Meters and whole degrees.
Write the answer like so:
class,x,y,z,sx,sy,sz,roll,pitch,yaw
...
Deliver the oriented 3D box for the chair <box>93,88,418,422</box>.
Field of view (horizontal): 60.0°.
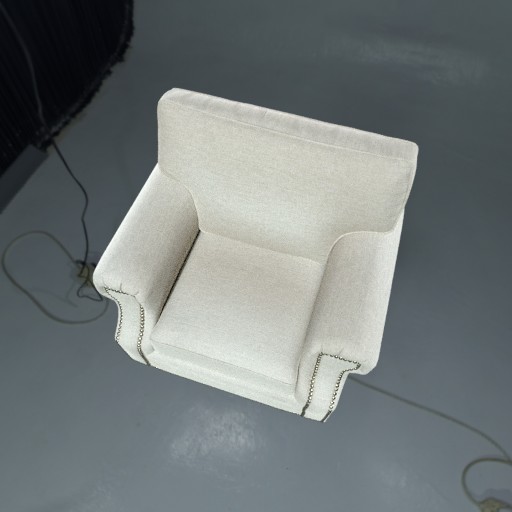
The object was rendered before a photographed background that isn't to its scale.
class,x,y,z,sx,sy,sz,roll,pitch,yaw
chair,0.000,0.000,1.844,1.092,0.961,0.965,15,60,9
